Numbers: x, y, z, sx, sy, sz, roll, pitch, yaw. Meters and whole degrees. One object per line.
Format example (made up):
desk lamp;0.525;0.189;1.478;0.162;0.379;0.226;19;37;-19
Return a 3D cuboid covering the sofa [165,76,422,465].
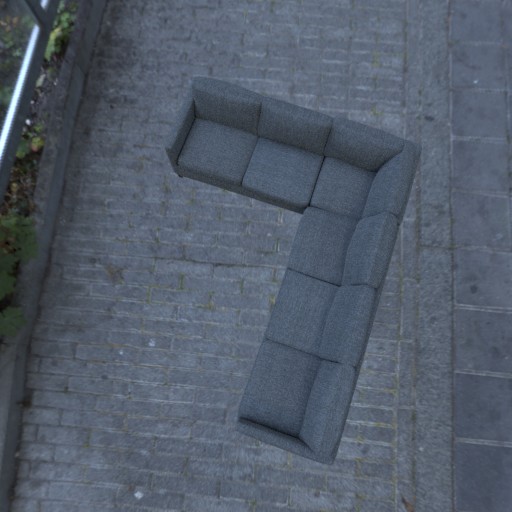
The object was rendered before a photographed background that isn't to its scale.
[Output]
sofa;0.000;0.000;4.556;2.593;0.947;3.302;18;76;5
